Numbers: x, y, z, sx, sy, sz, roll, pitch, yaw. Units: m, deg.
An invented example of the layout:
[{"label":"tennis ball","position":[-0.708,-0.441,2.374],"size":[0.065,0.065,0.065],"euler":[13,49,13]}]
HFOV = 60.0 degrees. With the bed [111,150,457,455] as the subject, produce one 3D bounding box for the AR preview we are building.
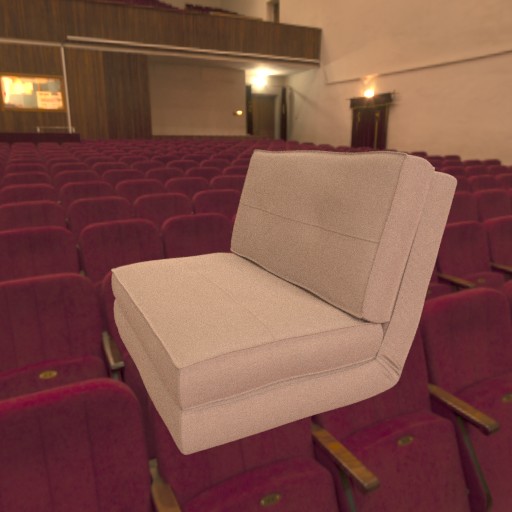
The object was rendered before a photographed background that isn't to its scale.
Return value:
[{"label":"bed","position":[0.000,0.000,1.318],"size":[0.749,0.614,0.799],"euler":[-7,16,-26]}]
